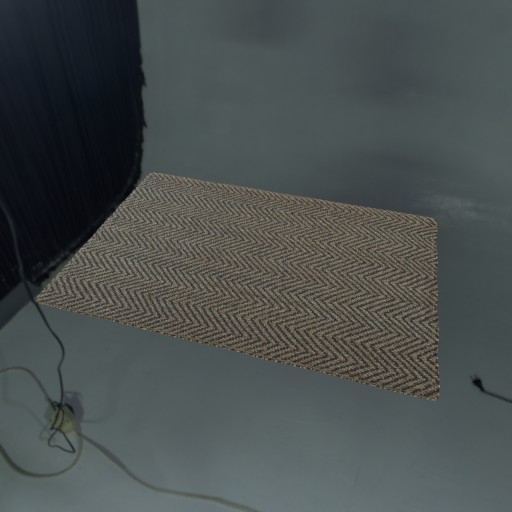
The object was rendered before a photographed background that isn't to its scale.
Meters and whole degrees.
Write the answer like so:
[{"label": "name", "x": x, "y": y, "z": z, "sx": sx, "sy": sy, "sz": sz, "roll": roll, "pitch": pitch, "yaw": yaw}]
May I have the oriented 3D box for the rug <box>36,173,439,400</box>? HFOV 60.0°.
[{"label": "rug", "x": 0.000, "y": 0.000, "z": 2.329, "sx": 1.828, "sy": 0.008, "sz": 1.219, "roll": 11, "pitch": 43, "yaw": 12}]
